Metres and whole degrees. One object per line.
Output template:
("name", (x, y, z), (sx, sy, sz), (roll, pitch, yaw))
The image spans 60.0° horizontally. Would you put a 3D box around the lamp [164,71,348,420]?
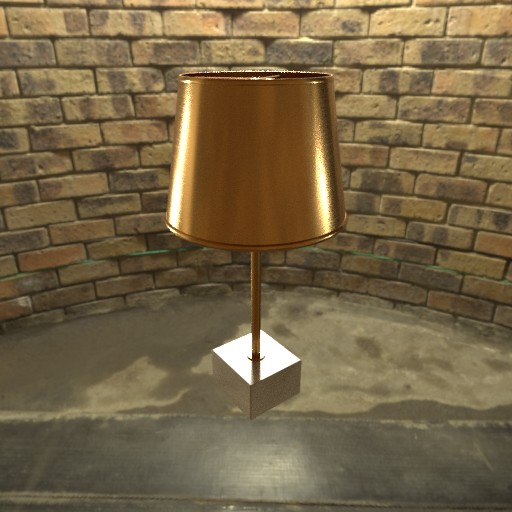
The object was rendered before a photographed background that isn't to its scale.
("lamp", (0.000, 0.000, 0.535), (0.208, 0.406, 0.208), (0, 25, 0))
